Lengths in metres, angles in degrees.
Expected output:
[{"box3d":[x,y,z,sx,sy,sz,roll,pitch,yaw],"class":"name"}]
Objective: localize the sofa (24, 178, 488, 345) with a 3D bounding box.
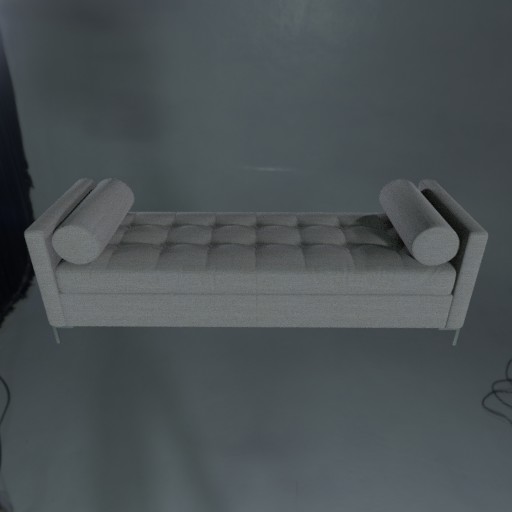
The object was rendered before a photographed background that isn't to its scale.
[{"box3d":[0.000,0.000,2.317,1.981,0.635,0.686,0,29,0],"class":"sofa"}]
